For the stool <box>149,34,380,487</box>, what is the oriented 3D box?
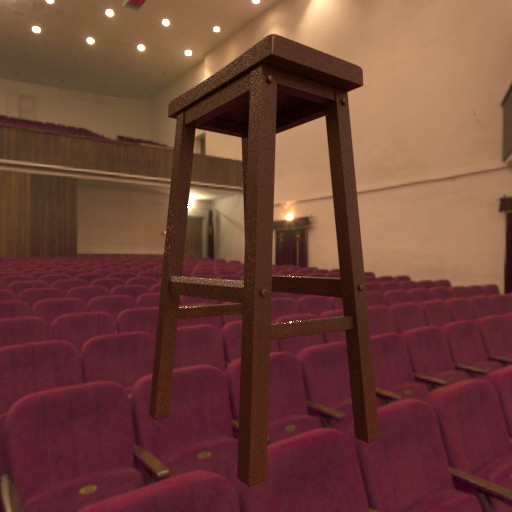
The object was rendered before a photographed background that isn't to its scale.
[{"bbox_3d":[0.000,0.000,0.966,0.322,0.742,0.406,0,-1,-36],"label":"stool"}]
